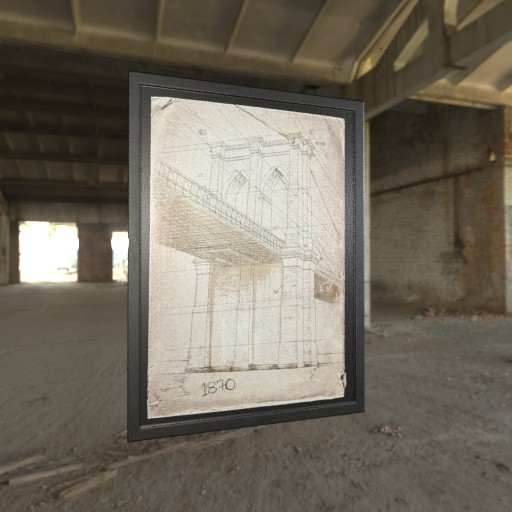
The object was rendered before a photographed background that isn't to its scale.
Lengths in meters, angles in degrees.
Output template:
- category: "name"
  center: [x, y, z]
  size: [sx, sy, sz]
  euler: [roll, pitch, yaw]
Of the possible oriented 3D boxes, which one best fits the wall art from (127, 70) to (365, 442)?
- category: "wall art"
  center: [0.000, 0.000, 1.270]
  size: [0.707, 0.967, 0.013]
  euler: [0, -1, -19]
